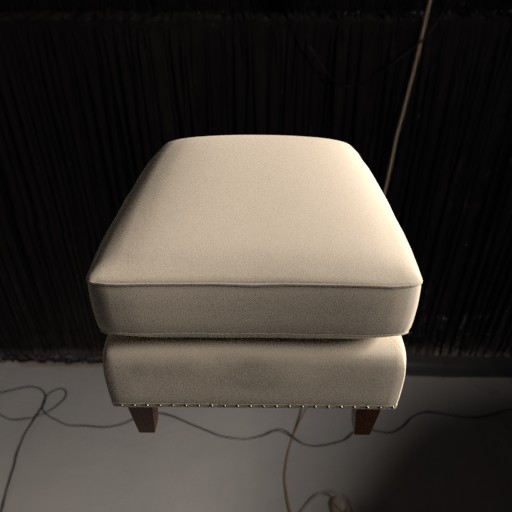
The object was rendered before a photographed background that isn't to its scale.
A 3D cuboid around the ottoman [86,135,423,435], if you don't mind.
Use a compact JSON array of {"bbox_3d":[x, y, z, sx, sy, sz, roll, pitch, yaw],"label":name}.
[{"bbox_3d":[0.000,0.000,1.132,0.584,0.513,0.741,0,32,1],"label":"ottoman"}]
